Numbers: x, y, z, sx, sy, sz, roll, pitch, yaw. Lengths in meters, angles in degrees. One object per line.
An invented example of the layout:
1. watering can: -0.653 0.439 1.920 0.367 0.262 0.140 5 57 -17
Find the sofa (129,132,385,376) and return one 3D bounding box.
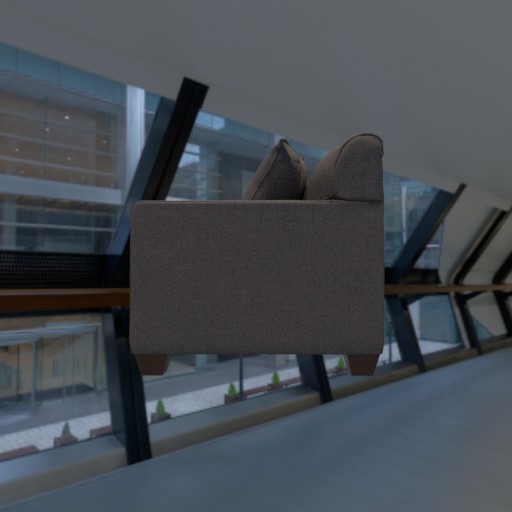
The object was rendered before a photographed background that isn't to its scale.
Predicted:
1. sofa: 0.000 0.000 2.554 1.000 0.958 1.846 0 -2 0
